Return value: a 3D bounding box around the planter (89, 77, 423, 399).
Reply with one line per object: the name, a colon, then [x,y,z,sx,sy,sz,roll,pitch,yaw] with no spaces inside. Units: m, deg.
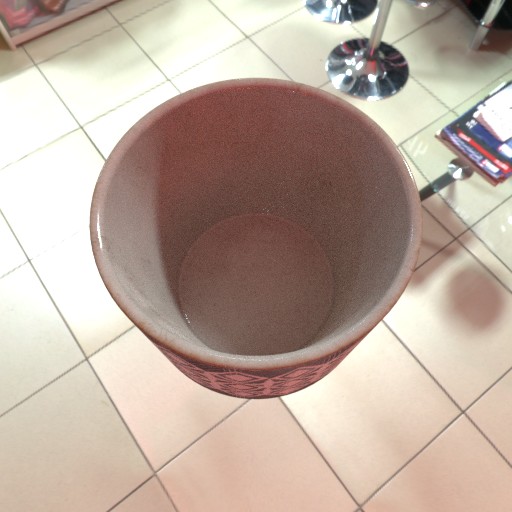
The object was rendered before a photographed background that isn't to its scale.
planter: [0.000,0.000,0.217,0.126,0.104,0.126,0,66,0]
